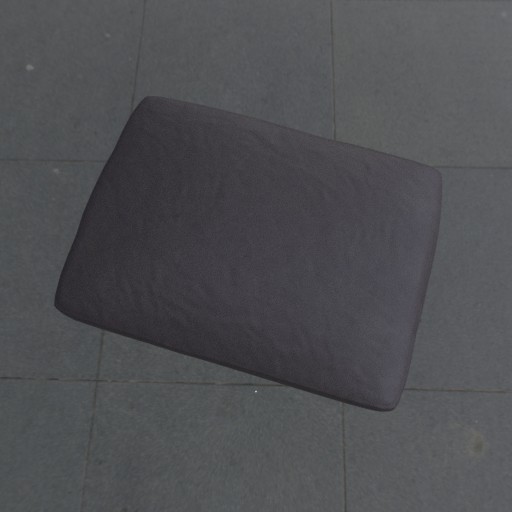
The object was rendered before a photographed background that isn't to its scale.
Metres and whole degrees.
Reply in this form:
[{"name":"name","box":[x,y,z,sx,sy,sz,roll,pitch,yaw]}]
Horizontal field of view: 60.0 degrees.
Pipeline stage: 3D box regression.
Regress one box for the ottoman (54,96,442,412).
[{"name":"ottoman","box":[0.000,0.000,1.289,0.887,0.529,0.659,16,74,5]}]
